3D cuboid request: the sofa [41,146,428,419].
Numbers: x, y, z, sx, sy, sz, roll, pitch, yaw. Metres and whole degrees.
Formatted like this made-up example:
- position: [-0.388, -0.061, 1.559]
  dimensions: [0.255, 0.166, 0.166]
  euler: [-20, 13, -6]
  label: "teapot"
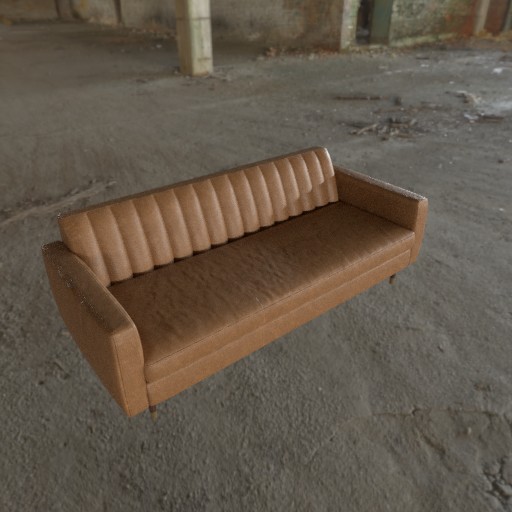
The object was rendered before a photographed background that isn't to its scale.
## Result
- position: [0.000, 0.000, 2.793]
  dimensions: [2.291, 0.821, 0.990]
  euler: [-22, 37, -32]
  label: "sofa"
